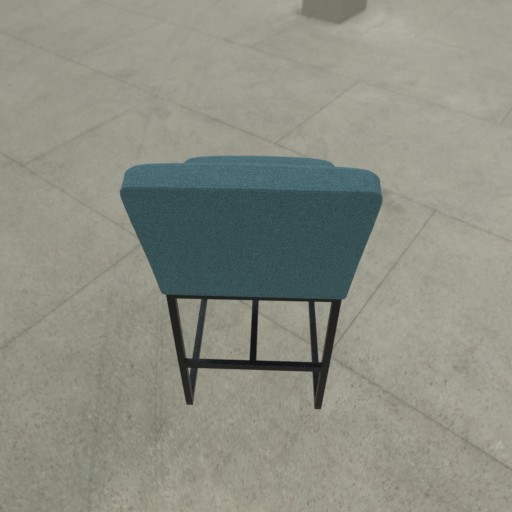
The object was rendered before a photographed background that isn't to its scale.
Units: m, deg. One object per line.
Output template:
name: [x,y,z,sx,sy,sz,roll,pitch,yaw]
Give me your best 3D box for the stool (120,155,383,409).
stool: [0.000,0.000,1.259,0.460,0.940,0.560,1,47,1]
